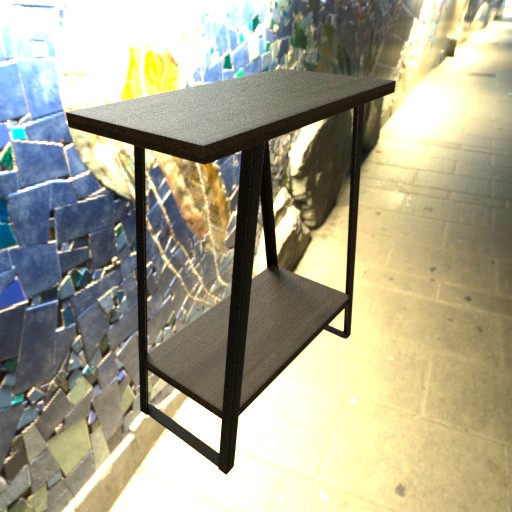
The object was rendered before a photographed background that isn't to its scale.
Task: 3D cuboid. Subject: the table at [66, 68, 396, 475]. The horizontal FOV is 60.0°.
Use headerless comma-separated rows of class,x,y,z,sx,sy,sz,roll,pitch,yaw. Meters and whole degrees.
table,0.000,0.000,1.003,0.300,0.701,0.599,21,37,32
